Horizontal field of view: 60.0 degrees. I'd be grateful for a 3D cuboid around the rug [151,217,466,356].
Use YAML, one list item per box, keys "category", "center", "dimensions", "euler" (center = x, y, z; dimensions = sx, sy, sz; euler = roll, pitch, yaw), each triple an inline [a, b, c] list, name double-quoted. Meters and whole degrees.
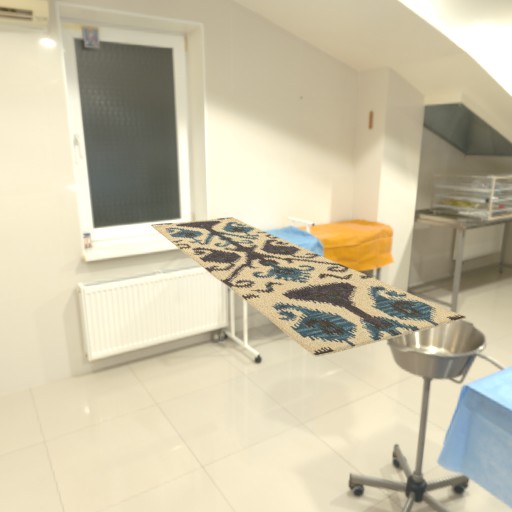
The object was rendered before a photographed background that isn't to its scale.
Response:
- category: "rug"
  center: [0.000, 0.000, 2.551]
  dimensions: [0.692, 0.017, 2.301]
  euler: [-7, 17, -25]
